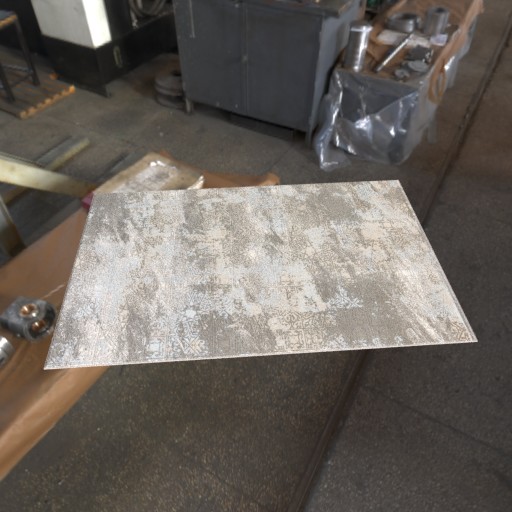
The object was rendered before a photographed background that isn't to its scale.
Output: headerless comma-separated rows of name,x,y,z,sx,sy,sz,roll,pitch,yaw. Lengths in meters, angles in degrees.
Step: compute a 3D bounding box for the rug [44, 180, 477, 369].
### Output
rug,0.000,0.000,3.005,2.431,0.012,1.536,-3,46,-3
